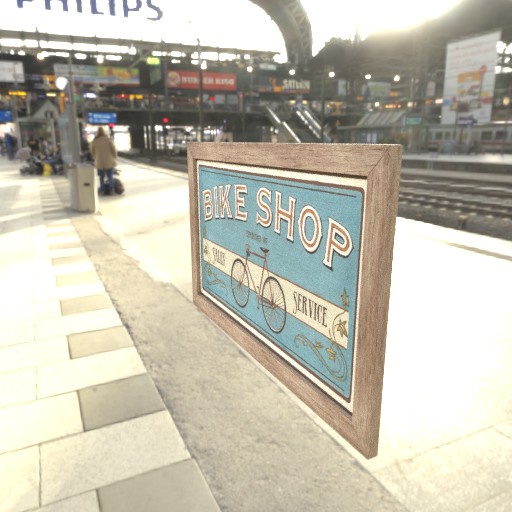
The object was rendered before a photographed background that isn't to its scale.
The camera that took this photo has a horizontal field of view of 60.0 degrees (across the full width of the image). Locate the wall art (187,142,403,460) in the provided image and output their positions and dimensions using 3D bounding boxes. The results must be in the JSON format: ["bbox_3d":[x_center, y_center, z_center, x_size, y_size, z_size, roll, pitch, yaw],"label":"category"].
[{"bbox_3d":[0.000,0.000,0.971,0.021,0.480,0.780,-8,17,-27],"label":"wall art"}]
